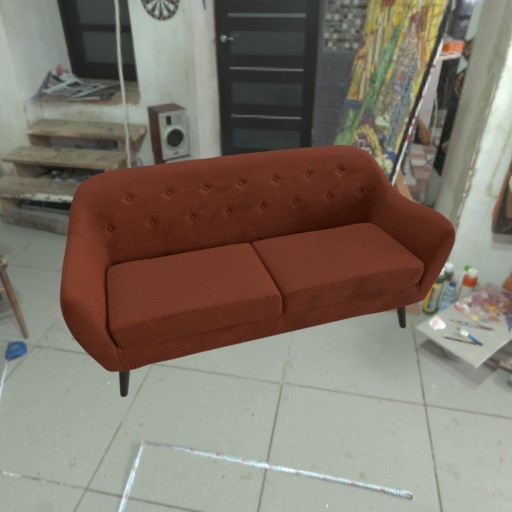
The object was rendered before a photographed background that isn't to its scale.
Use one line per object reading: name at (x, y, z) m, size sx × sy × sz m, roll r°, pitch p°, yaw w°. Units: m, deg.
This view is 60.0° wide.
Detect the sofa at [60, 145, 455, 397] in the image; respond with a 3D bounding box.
sofa at (0.000, 0.000, 2.318) m, size 1.840 × 0.836 × 0.820 m, roll -10°, pitch 34°, yaw -15°
